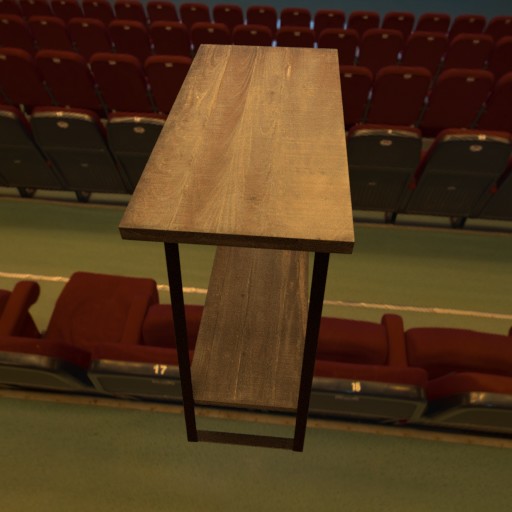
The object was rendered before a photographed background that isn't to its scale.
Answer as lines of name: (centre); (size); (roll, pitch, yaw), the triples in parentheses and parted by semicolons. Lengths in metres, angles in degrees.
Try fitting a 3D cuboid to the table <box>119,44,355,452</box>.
table: (0.000, 0.000, 1.014); (0.300, 0.701, 0.599); (4, 46, 4)
